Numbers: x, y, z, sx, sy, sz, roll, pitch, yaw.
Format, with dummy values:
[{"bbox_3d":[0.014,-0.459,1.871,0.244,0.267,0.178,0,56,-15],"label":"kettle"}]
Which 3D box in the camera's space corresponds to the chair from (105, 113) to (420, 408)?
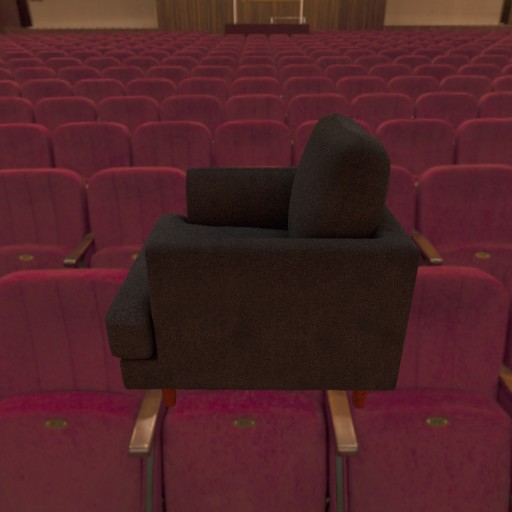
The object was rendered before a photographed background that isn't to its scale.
[{"bbox_3d":[0.000,0.000,1.649,0.899,0.957,0.858,0,27,0],"label":"chair"}]
